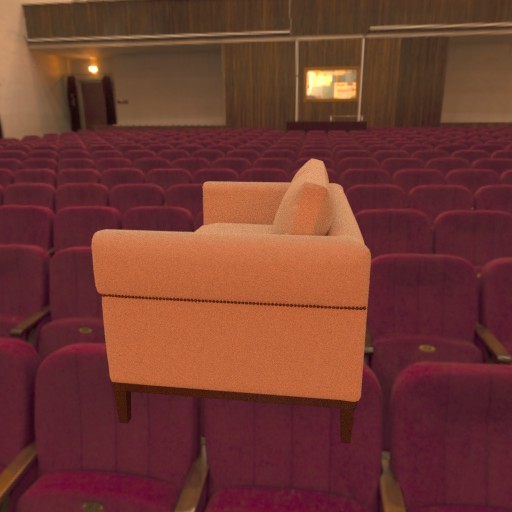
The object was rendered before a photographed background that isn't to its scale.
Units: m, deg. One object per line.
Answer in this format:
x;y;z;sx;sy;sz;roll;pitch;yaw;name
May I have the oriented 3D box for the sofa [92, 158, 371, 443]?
0.000;0.000;2.177;0.905;0.873;1.598;2;16;7;sofa
